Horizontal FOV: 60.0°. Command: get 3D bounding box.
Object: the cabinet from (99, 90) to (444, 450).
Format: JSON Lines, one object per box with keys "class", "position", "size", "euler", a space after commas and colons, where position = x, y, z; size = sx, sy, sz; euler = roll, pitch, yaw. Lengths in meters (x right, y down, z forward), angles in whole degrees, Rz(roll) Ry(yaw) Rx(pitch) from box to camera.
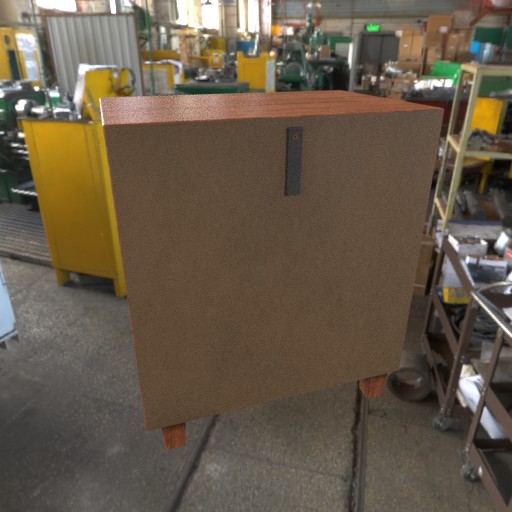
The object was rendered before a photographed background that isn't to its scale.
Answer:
{"class": "cabinet", "position": [0.000, 0.000, 1.056], "size": [0.607, 0.695, 0.410], "euler": [-8, 26, -17]}
